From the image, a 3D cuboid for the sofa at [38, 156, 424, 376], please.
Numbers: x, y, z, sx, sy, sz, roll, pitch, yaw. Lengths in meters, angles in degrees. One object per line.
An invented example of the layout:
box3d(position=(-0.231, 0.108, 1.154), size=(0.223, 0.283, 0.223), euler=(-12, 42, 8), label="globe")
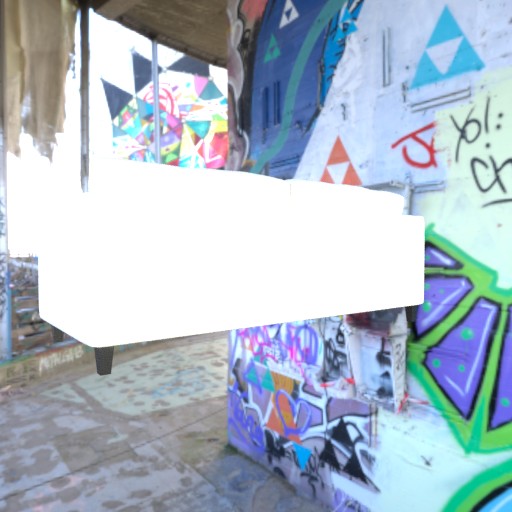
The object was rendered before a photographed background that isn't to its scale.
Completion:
box3d(position=(0.000, 0.000, 2.880), size=(2.434, 0.965, 0.948), euler=(-1, 1, -37), label="sofa")
